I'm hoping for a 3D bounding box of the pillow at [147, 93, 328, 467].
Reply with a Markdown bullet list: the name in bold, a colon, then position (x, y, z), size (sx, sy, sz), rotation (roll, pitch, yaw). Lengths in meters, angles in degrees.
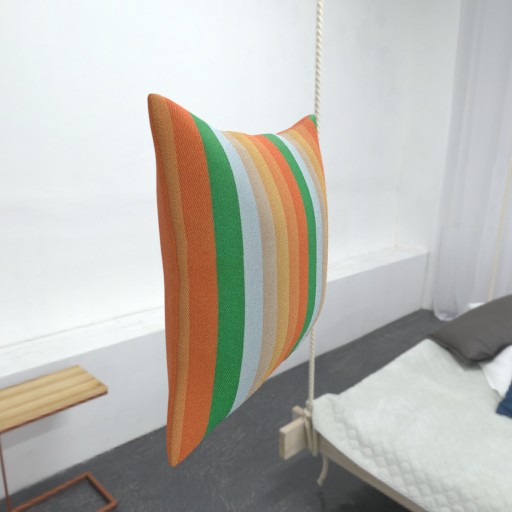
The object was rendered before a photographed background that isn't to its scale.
- **pillow**: position (0.000, 0.000, 0.692), size (0.169, 0.444, 0.453), rotation (8, 16, 27)
